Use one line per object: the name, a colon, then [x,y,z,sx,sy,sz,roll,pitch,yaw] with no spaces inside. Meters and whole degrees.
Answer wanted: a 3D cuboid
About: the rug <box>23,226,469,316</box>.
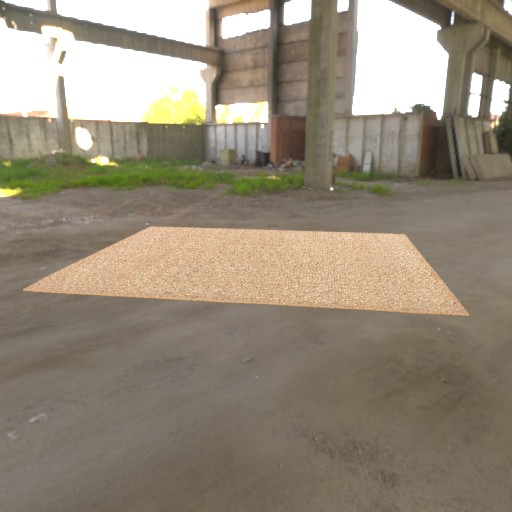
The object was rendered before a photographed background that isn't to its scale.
rug: [0.000,0.000,4.100,3.048,0.013,2.439,2,15,9]
